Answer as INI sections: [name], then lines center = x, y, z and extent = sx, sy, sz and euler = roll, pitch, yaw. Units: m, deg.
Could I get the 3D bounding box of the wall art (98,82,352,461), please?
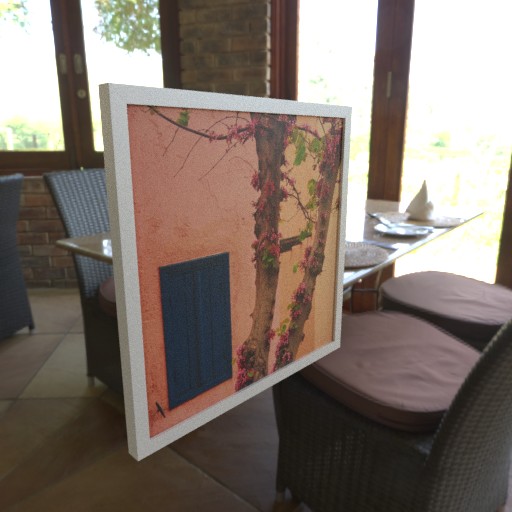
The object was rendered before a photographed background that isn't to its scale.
[wall art]
center = 0.000, 0.000, 1.131
extent = 0.038, 0.762, 0.762
euler = 14, 20, 43
